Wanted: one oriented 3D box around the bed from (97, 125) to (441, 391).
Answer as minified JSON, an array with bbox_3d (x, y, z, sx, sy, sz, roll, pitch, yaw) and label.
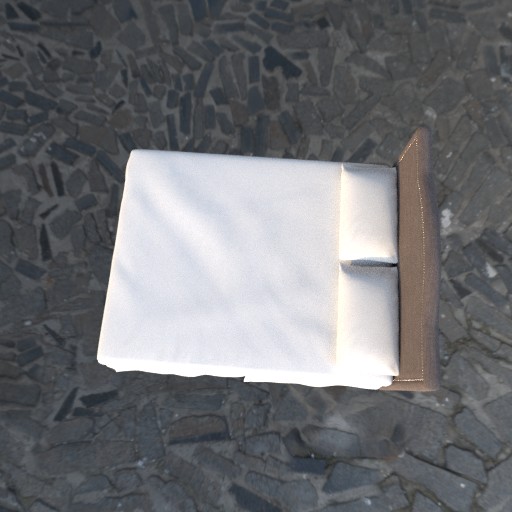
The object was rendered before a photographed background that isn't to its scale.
[{"bbox_3d":[0.000,0.000,3.924,2.689,1.457,2.161,4,75,1],"label":"bed"}]
